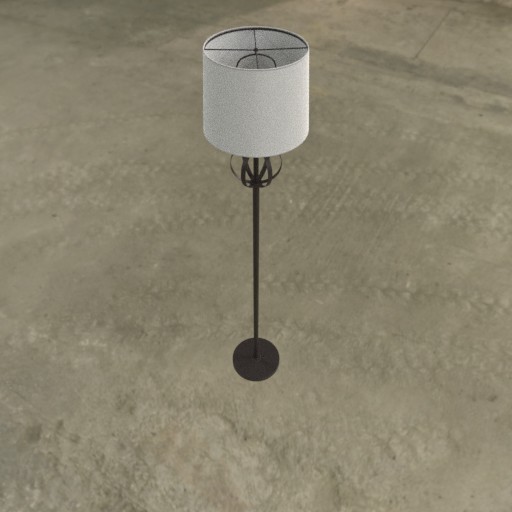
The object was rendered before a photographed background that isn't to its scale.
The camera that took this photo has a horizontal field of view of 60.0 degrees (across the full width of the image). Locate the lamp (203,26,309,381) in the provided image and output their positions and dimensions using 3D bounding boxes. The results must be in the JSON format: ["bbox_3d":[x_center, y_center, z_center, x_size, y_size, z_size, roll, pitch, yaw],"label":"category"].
[{"bbox_3d":[0.000,0.000,1.588,0.286,1.462,0.286,-25,52,-22],"label":"lamp"}]
